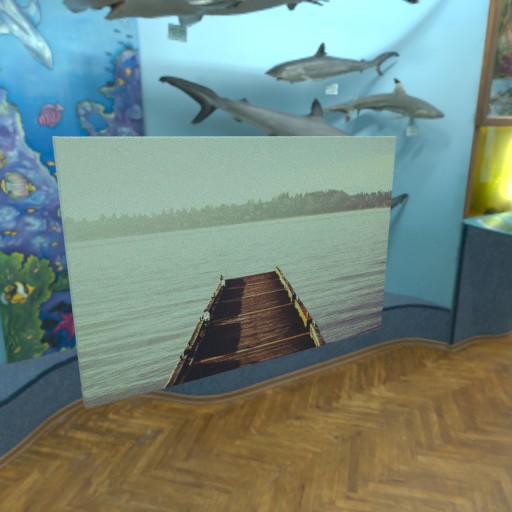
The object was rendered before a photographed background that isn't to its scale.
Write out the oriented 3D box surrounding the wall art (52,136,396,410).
[{"bbox_3d":[0.000,0.000,1.466,1.149,0.765,0.040,-8,17,-28],"label":"wall art"}]
